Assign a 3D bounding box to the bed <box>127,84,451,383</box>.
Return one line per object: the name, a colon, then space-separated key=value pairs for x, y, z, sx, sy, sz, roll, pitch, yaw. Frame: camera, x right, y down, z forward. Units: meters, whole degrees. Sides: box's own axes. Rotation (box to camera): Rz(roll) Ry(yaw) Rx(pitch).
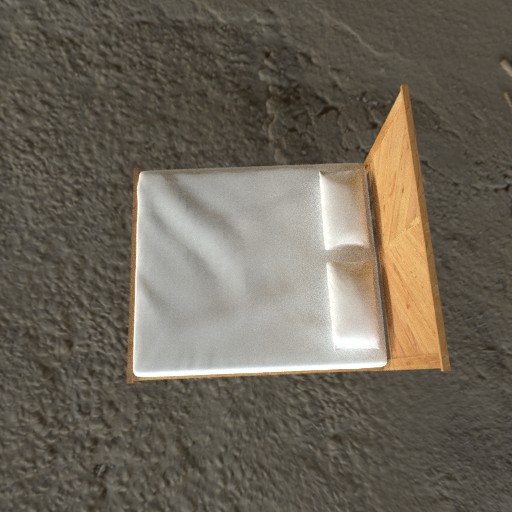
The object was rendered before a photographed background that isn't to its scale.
bed: x=0.000 y=0.000 z=3.643 sx=2.201 sy=1.686 sz=1.936 roll=-2 pitch=75 yaw=-1
